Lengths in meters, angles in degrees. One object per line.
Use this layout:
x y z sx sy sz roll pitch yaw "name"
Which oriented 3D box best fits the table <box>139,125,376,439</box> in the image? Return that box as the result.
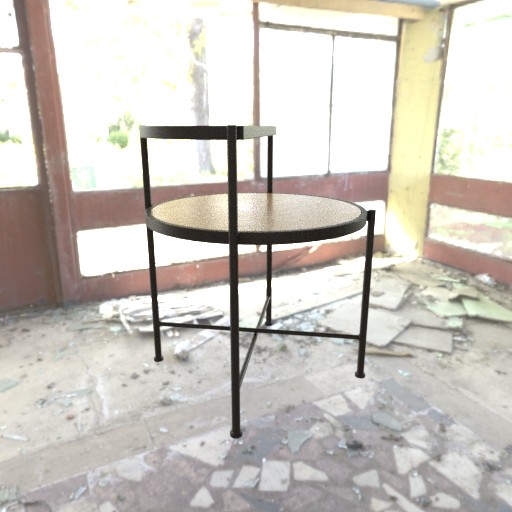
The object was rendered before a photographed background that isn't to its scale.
0.000 0.000 1.210 0.628 0.684 0.629 2 16 8 "table"
